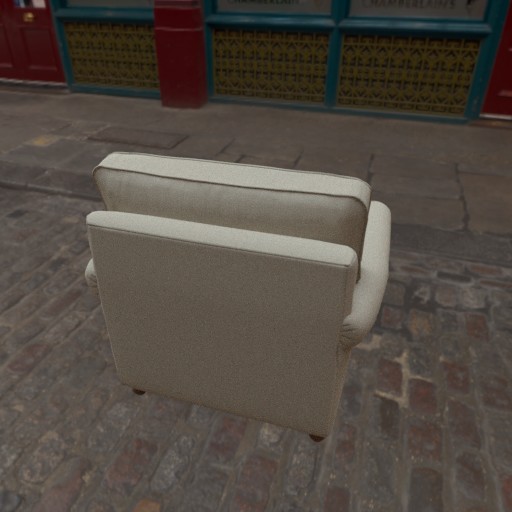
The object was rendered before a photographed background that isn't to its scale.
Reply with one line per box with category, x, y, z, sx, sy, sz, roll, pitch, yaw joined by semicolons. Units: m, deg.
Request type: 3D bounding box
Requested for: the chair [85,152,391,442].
chair;0.000;0.000;1.796;1.029;0.967;0.966;9;32;15
